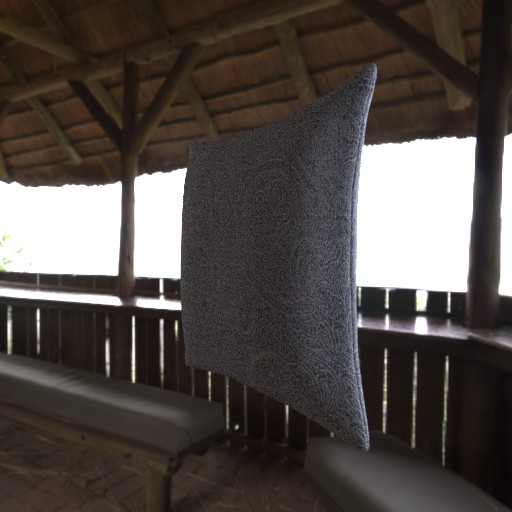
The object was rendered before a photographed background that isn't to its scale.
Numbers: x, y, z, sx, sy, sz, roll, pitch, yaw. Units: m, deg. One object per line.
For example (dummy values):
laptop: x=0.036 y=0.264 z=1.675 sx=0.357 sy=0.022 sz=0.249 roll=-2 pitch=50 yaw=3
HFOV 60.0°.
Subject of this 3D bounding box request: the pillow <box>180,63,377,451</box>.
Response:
pillow: x=0.000 y=0.000 z=0.791 sx=0.166 sy=0.510 sz=0.523 roll=0 pitch=1 yaw=-36
